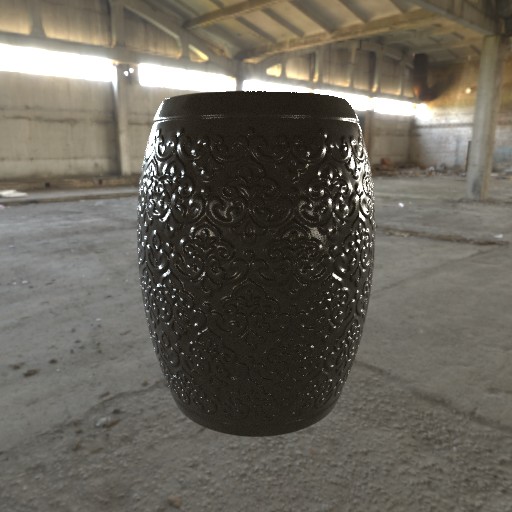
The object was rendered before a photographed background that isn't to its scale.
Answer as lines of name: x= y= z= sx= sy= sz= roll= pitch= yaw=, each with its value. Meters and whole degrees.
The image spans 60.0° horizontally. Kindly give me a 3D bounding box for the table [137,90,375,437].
table: x=0.000 y=0.000 z=0.600 sx=0.309 sy=0.397 sz=0.309 roll=0 pitch=13 yaw=0
